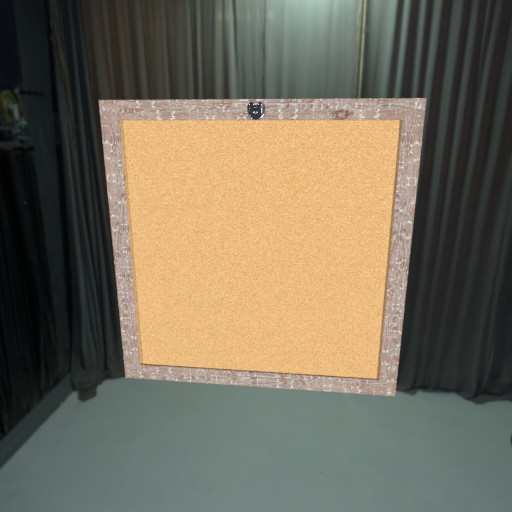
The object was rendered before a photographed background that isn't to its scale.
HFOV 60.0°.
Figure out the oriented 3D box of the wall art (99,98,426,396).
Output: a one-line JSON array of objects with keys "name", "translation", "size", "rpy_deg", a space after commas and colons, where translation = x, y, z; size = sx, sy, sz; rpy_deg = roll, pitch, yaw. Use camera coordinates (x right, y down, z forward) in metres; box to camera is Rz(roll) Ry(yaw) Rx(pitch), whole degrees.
[{"name": "wall art", "translation": [0.000, 0.000, 0.576], "size": [0.384, 0.384, 0.012], "rpy_deg": [2, 17, 7]}]
